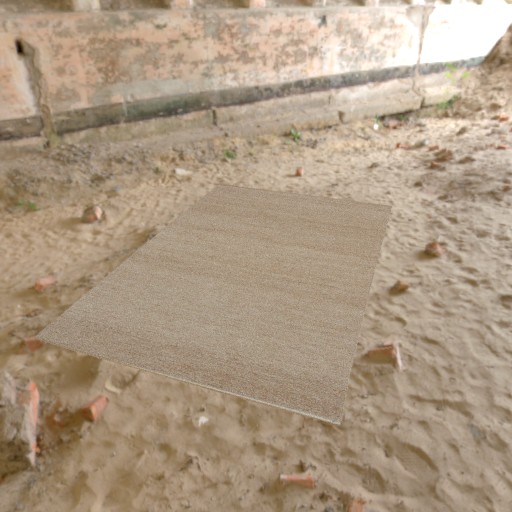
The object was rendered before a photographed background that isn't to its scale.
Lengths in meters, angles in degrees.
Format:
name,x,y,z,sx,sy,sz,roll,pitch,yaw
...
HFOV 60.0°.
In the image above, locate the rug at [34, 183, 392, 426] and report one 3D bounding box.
name,x,y,z,sx,sy,sz,roll,pitch,yaw
rug,0.000,0.000,2.975,1.574,0.029,2.346,10,32,17
